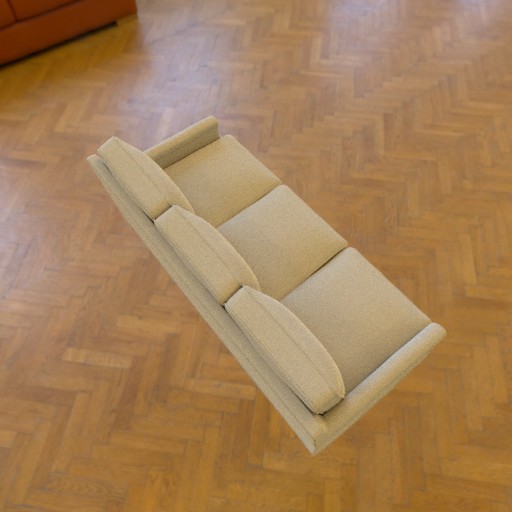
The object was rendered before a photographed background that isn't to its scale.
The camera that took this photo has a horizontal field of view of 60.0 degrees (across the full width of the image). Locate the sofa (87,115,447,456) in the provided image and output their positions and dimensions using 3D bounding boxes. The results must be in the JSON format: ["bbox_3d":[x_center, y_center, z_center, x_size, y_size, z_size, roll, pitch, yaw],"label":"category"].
[{"bbox_3d":[0.000,0.000,2.856,1.084,1.003,2.246,-34,64,-19],"label":"sofa"}]
